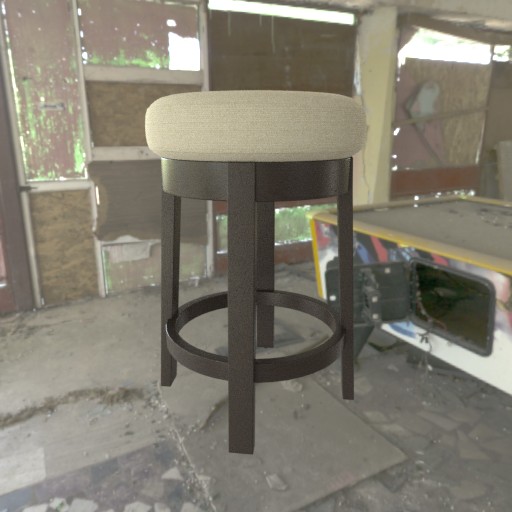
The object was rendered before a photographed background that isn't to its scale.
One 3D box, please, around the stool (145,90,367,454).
[{"bbox_3d":[0.000,0.000,0.956,0.449,0.655,0.449,0,16,0],"label":"stool"}]
